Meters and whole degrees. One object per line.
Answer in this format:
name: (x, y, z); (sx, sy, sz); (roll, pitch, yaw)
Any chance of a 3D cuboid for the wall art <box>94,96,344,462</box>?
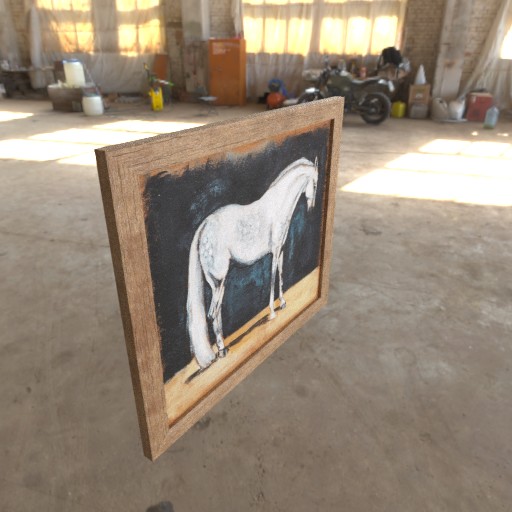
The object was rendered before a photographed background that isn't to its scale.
wall art: (0.000, 0.000, 0.961); (0.026, 0.588, 0.690); (18, 32, 32)
